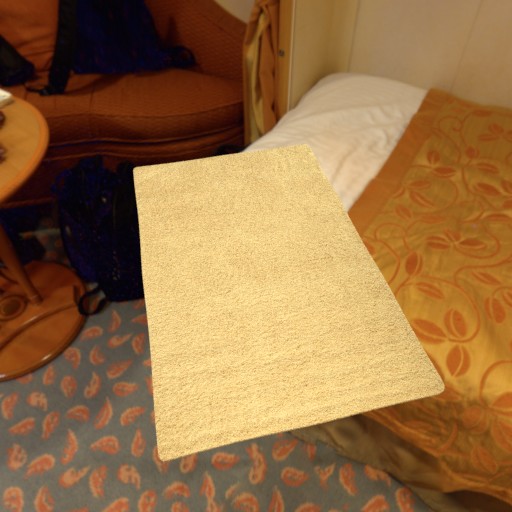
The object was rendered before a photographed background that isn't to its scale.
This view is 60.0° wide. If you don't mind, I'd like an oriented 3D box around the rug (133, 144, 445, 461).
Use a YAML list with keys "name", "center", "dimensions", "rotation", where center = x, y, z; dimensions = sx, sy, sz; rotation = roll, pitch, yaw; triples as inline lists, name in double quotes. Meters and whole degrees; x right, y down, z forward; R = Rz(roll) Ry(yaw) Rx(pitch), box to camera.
- name: "rug"
  center: [0.000, 0.000, 2.970]
  dimensions: [1.500, 0.025, 2.349]
  rotation: [-10, 48, -9]
